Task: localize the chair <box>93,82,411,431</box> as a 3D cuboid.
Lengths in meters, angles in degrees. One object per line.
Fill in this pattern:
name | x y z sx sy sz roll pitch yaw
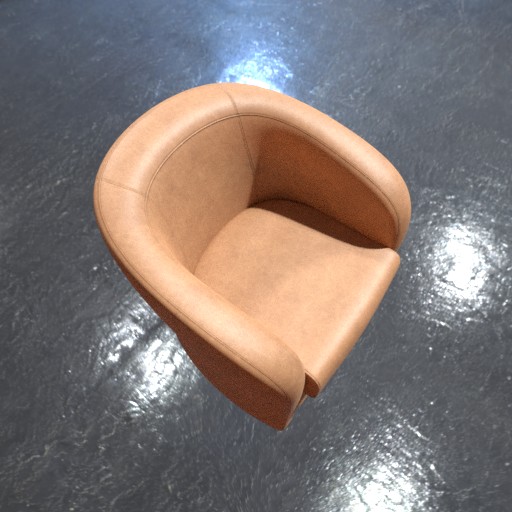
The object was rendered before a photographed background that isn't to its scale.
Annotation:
chair | 0.000 0.000 1.445 0.815 0.771 0.791 31 63 18
